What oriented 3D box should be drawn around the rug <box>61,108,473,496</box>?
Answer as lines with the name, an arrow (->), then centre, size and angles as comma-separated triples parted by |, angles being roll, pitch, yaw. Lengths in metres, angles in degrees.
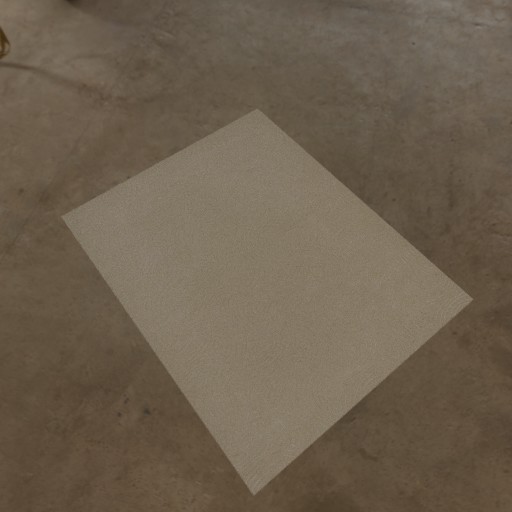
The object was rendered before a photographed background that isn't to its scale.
rug -> 0.000, 0.000, 3.474 | 2.073, 0.011, 2.584 | -34, 65, -18
